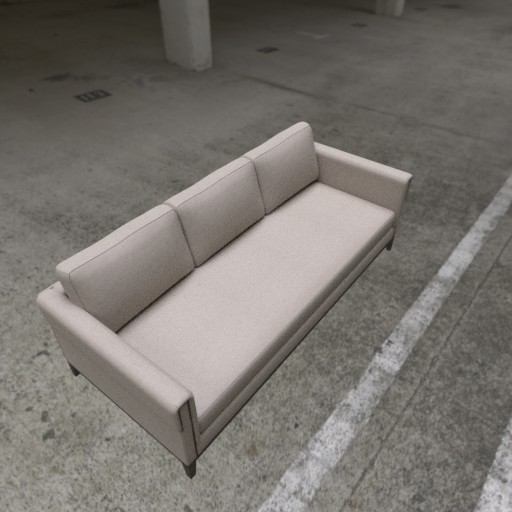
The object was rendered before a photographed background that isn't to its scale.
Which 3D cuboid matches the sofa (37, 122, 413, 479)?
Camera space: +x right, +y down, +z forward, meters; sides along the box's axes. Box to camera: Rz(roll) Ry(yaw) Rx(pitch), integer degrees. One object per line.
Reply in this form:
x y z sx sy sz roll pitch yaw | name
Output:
0.000 0.000 2.680 0.959 0.838 2.210 27 48 28 | sofa
